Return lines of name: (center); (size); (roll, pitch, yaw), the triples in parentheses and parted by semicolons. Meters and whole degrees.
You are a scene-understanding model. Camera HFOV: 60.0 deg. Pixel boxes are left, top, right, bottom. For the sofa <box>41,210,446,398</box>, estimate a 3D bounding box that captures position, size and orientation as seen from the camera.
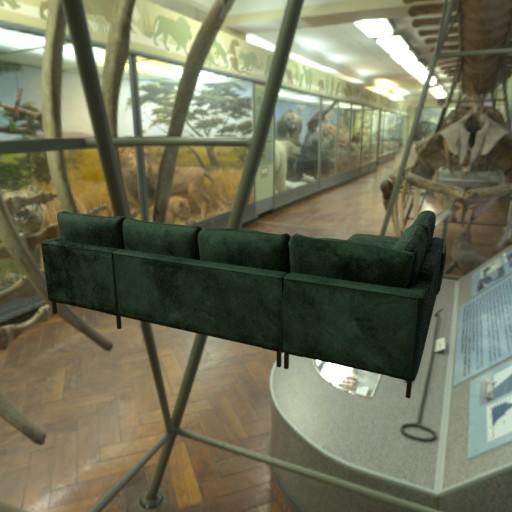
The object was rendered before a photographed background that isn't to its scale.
sofa: (0.000, 0.000, 3.867); (2.994, 0.861, 1.992); (7, 17, 24)
